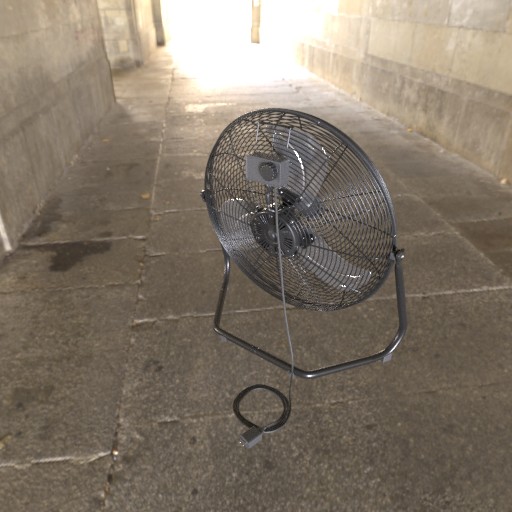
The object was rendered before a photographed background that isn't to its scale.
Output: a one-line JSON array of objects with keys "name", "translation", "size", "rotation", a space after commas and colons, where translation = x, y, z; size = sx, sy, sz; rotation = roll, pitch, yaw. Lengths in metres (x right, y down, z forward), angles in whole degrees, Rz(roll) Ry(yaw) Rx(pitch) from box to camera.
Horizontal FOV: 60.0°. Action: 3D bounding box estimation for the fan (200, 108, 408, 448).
[{"name": "fan", "translation": [0.000, 0.000, 0.994], "size": [0.595, 0.605, 0.470], "rotation": [21, 36, 32]}]
